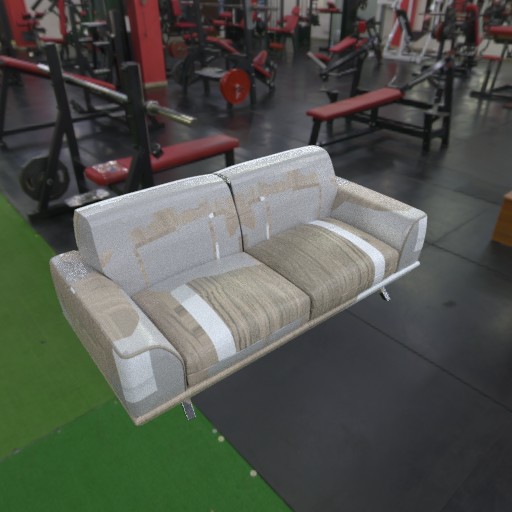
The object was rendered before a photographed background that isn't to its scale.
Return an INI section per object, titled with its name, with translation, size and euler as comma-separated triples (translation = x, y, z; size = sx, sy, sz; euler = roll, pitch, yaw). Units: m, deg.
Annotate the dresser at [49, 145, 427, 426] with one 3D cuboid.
[dresser]
translation = 0.000, 0.000, 5.946
size = 4.679, 1.863, 2.251
euler = -23, 38, -32
